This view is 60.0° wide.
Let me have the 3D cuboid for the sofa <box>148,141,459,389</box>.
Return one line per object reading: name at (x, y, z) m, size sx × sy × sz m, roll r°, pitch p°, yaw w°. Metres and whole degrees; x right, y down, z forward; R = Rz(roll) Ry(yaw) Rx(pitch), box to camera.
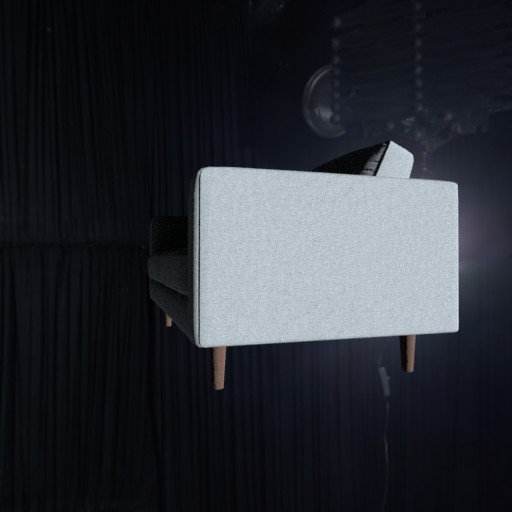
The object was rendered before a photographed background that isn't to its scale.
sofa at (0.000, 0.000, 2.283) m, size 1.000 × 0.900 × 1.731 m, roll 0°, pitch 0°, yaw -18°
